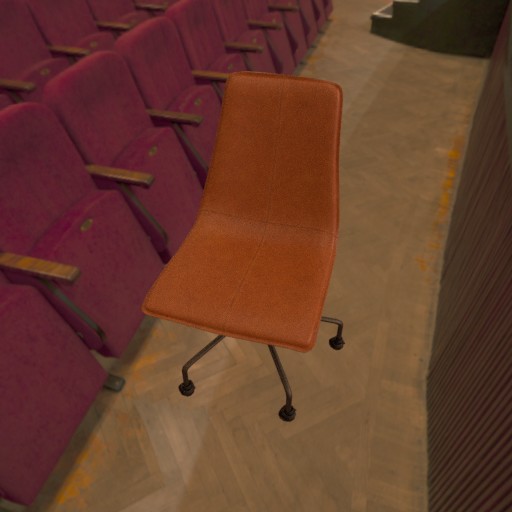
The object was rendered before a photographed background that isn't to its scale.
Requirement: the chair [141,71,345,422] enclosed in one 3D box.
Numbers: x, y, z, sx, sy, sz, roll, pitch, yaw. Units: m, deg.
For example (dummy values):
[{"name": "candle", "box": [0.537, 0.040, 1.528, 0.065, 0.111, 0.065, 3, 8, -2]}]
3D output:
[{"name": "chair", "box": [0.000, 0.000, 1.390, 0.651, 0.920, 0.660, 11, 43, 12]}]
